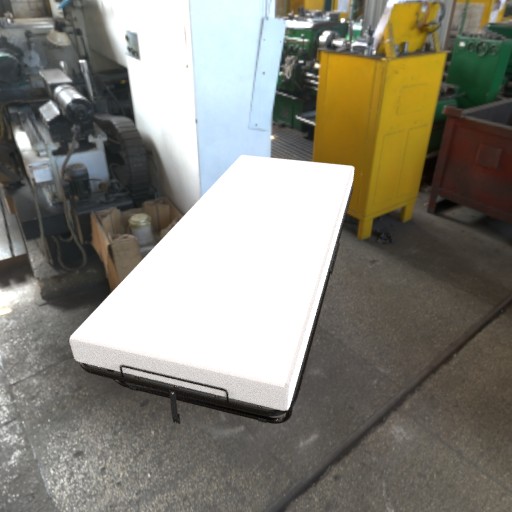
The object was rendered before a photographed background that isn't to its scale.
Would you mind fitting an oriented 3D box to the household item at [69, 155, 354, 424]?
[{"bbox_3d":[0.000,0.000,2.209,0.787,0.356,1.905,9,33,14],"label":"household item"}]
